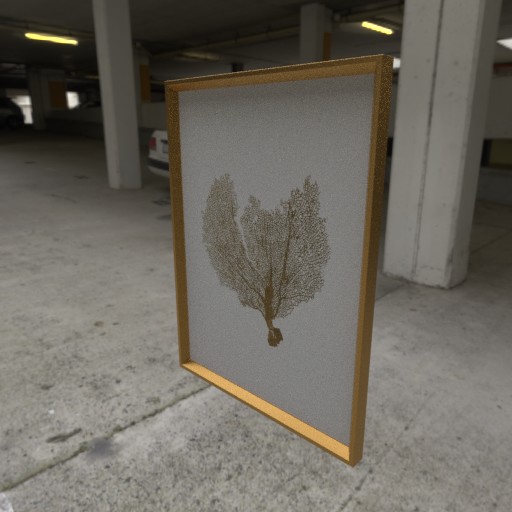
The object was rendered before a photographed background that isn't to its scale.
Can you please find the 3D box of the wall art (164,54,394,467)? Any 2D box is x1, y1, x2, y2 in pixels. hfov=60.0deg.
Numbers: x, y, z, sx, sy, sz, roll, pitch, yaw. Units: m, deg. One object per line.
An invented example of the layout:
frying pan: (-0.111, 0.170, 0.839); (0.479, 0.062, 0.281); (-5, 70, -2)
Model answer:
wall art: (0.000, 0.000, 1.049); (0.610, 0.812, 0.038); (15, 22, 42)
